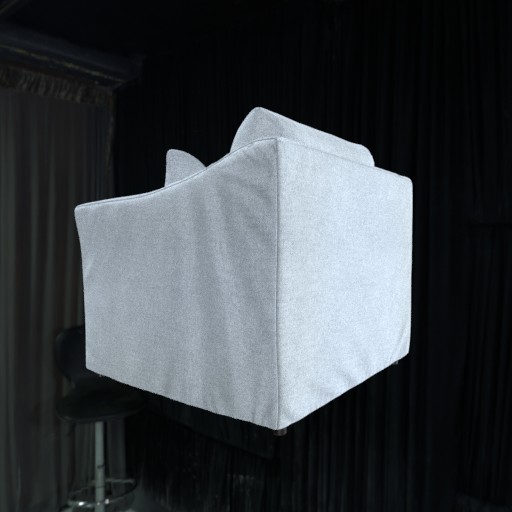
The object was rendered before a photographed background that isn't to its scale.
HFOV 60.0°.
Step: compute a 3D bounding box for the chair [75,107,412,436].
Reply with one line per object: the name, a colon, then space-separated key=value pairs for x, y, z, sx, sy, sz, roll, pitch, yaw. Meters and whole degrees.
chair: x=0.000 y=0.000 z=2.036 sx=1.071 sy=1.059 sz=1.194 roll=2 pitch=3 yaw=37
